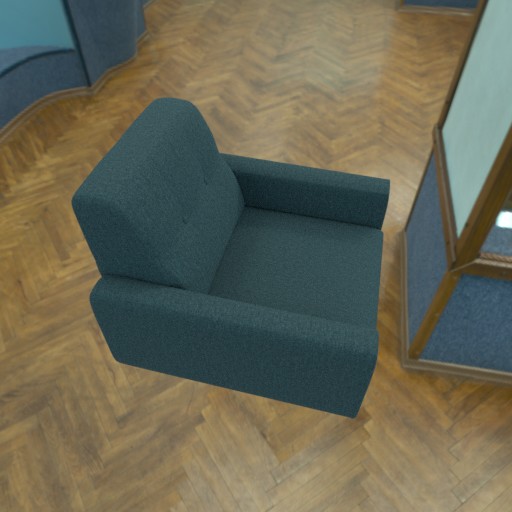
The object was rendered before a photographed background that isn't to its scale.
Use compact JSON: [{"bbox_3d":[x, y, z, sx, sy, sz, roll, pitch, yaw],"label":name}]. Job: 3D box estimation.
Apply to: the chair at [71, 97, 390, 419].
[{"bbox_3d":[0.000,0.000,1.723,0.964,0.940,0.880,10,48,10],"label":"chair"}]
